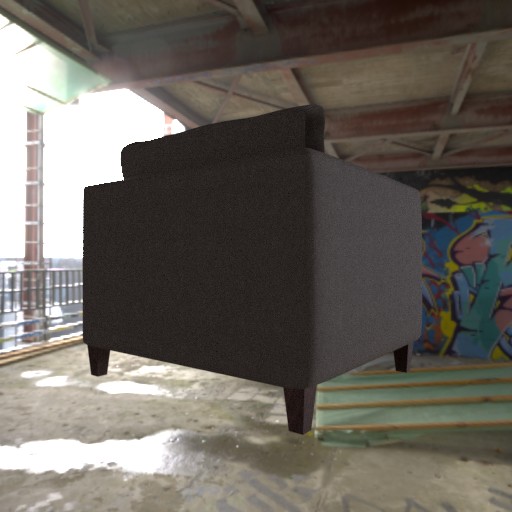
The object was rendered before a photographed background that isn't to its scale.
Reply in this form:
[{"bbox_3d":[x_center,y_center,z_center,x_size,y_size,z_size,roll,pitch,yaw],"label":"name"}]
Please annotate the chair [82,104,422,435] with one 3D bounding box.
[{"bbox_3d":[0.000,0.000,1.834,1.107,0.963,0.959,0,0,38],"label":"chair"}]
